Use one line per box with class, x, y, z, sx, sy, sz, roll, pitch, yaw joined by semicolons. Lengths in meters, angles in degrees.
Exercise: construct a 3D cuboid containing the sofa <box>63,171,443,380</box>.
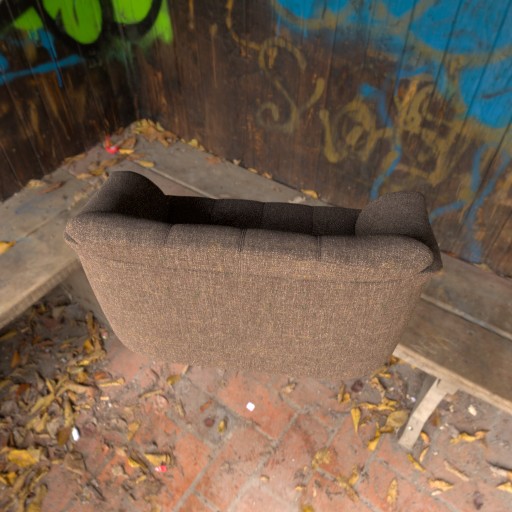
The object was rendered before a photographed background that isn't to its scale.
sofa;0.000;0.000;1.941;1.404;0.895;0.799;5;47;5
